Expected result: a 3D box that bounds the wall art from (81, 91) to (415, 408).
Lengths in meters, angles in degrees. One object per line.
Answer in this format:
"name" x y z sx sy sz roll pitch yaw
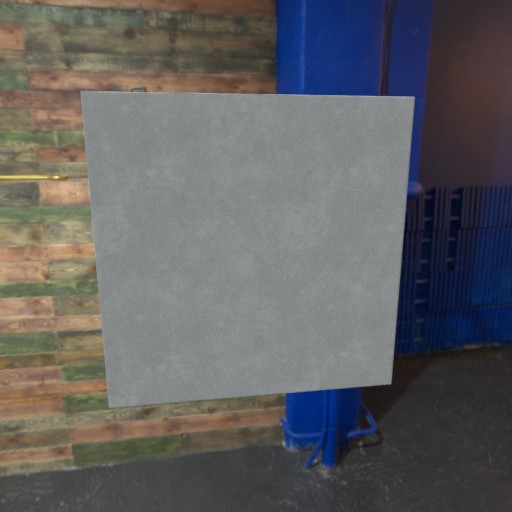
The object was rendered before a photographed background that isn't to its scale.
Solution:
"wall art" 0.000 0.000 0.441 0.303 0.303 0.015 -2 14 -9
